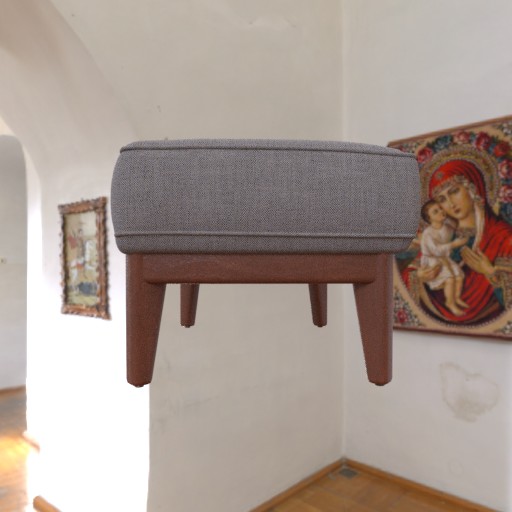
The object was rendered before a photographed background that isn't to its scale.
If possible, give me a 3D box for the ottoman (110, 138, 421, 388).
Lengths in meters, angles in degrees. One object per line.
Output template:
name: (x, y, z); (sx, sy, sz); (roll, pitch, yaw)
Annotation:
ottoman: (0.000, 0.000, 1.102); (0.555, 0.458, 0.750); (0, 0, -1)
